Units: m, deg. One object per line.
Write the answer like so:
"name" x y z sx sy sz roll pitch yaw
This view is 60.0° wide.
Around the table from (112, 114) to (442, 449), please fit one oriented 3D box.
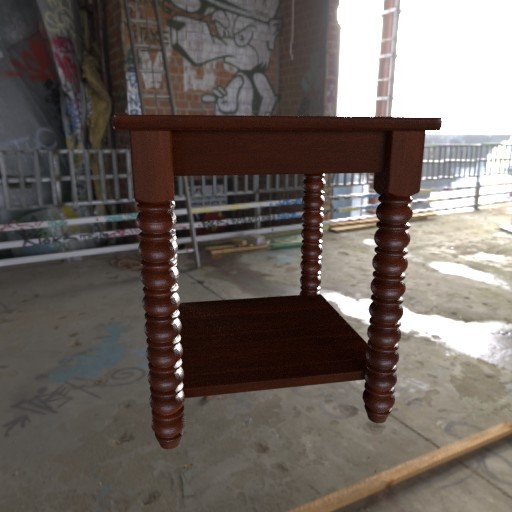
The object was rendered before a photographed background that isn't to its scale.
"table" 0.000 0.000 0.972 0.500 0.567 0.533 -3 16 -10
